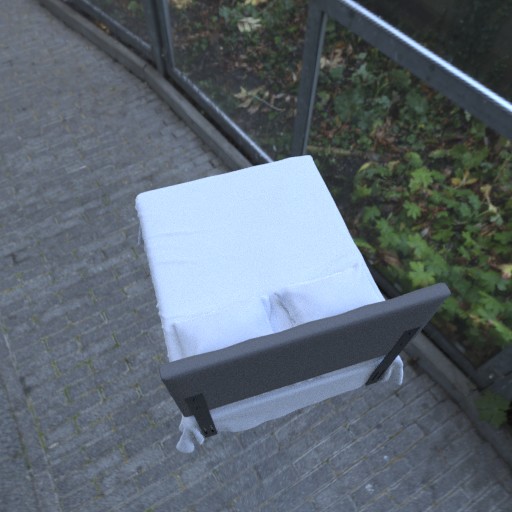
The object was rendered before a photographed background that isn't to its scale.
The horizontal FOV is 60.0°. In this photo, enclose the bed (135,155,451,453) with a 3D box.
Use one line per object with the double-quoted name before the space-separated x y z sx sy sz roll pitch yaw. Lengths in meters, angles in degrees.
"bed" 0.000 0.000 3.483 1.936 1.577 2.222 -15 59 -9
